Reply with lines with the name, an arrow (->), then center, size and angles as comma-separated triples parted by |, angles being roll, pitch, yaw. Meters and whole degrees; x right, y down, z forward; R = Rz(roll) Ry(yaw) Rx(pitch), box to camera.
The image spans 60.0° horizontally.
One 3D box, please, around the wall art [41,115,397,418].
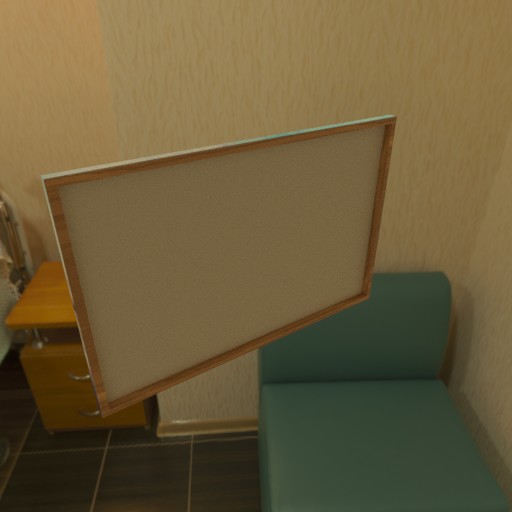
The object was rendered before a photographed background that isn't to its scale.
wall art -> 0.000, 0.000, 0.765 | 0.604, 0.402, 0.018 | -18, 34, -29
